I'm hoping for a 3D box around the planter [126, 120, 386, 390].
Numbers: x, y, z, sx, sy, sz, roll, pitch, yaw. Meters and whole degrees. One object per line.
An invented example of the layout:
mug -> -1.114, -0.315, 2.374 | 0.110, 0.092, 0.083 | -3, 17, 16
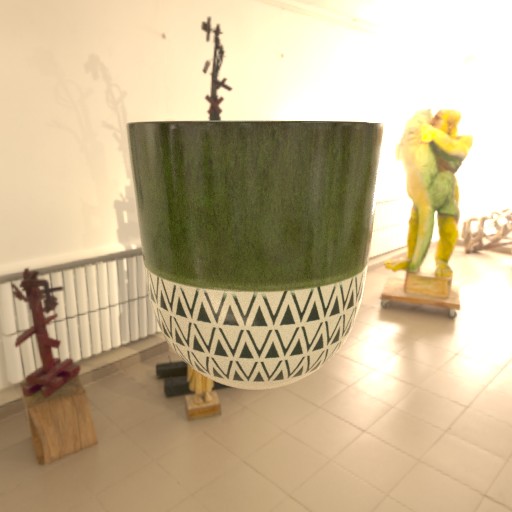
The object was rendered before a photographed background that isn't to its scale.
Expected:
planter -> 0.000, 0.000, 0.471 | 0.245, 0.270, 0.245 | 0, 16, 0
